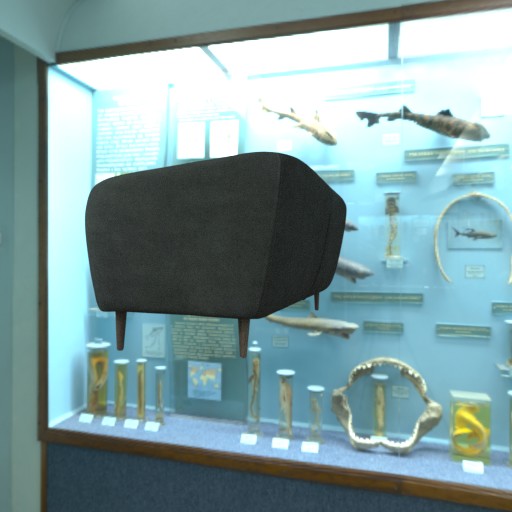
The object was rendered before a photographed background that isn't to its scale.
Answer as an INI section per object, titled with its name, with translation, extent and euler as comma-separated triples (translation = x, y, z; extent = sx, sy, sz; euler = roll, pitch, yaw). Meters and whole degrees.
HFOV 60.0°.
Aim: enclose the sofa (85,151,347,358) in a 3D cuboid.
[sofa]
translation = 0.000, 0.000, 2.815
extent = 0.956, 0.875, 2.296
euler = 0, 0, 18
